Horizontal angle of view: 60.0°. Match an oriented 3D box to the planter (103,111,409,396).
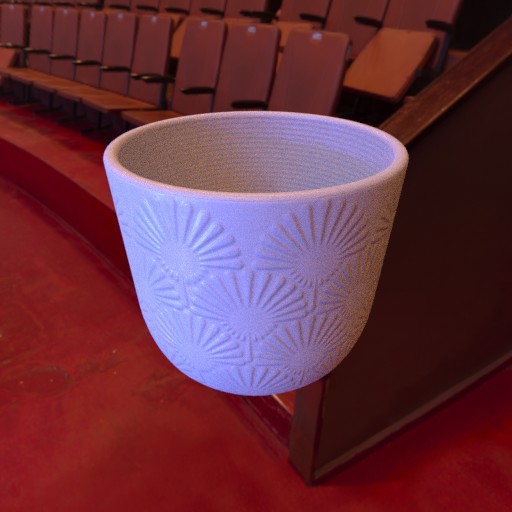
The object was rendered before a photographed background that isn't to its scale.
[{"bbox_3d":[0.000,0.000,0.293,0.170,0.152,0.170,0,30,0],"label":"planter"}]
